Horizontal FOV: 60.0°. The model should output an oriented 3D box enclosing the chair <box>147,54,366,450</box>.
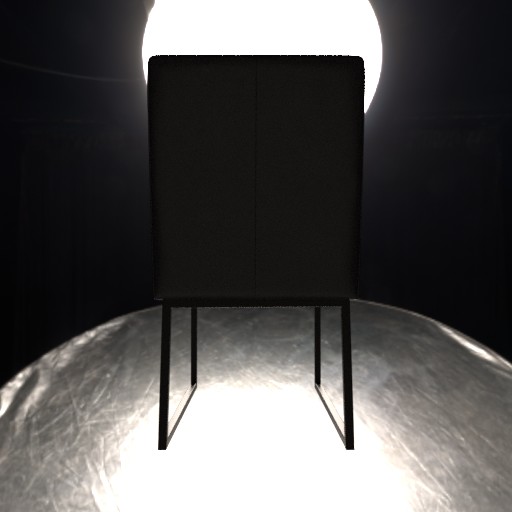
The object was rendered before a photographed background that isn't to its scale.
[{"bbox_3d":[0.000,0.000,1.310,0.520,0.930,0.634,0,-2,0],"label":"chair"}]
